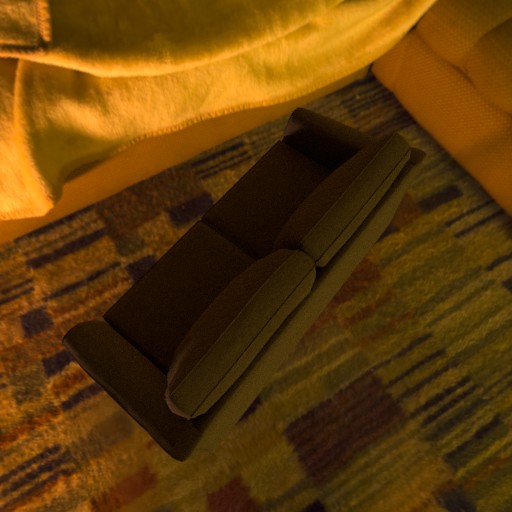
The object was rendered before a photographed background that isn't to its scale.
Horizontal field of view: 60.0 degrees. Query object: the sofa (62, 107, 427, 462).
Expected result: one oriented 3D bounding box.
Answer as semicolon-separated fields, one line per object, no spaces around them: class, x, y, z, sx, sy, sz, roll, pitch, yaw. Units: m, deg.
sofa;0.000;0.000;2.730;0.971;0.950;2.270;35;68;17
